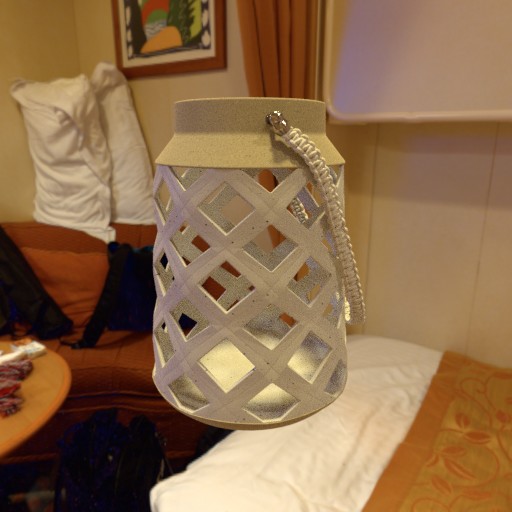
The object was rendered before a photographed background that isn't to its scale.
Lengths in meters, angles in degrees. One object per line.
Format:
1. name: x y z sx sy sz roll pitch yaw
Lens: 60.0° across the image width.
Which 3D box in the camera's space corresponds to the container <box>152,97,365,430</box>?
1. container: 0.000 0.000 0.405 0.198 0.264 0.188 -3 15 -10
